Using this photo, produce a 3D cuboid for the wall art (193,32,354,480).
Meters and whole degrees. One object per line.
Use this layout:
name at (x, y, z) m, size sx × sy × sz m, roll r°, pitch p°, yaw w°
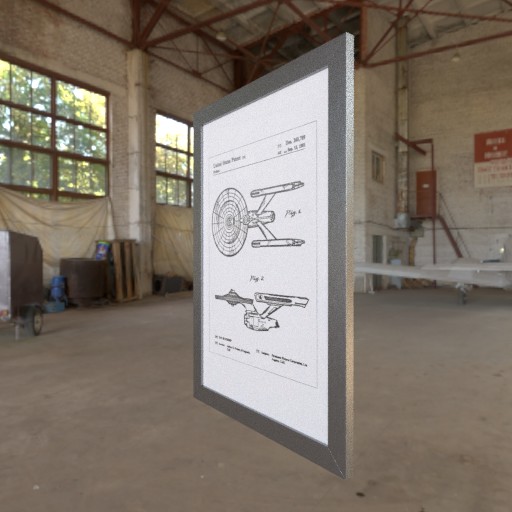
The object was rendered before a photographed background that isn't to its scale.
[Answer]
wall art at (0.000, 0.000, 0.678) m, size 0.013 × 0.529 × 0.376 m, roll 0°, pitch 0°, yaw -36°
